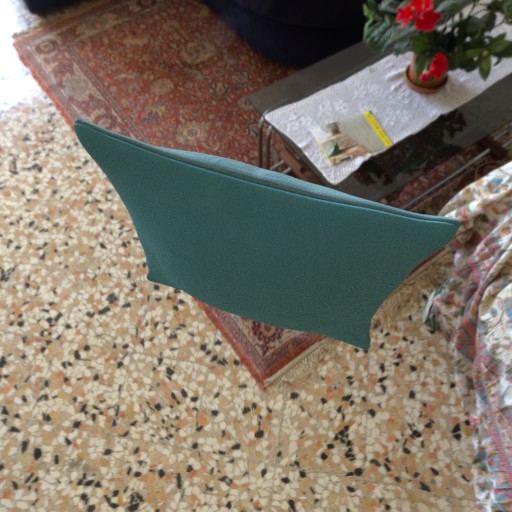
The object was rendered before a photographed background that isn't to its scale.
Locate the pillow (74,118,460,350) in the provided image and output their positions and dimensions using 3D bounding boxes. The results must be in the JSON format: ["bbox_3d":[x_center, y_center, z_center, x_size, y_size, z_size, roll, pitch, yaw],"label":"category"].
[{"bbox_3d":[0.000,0.000,0.647,0.433,0.415,0.151,17,64,9],"label":"pillow"}]
